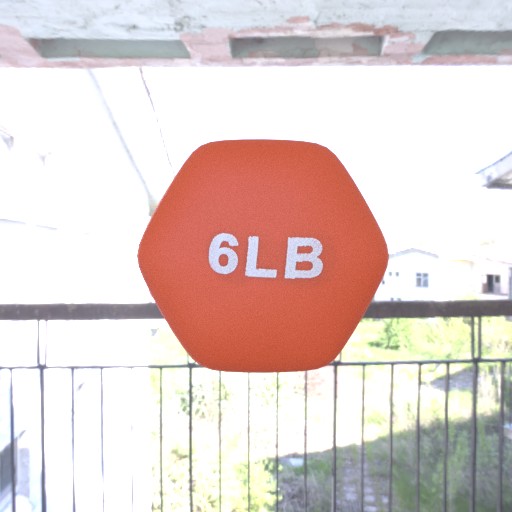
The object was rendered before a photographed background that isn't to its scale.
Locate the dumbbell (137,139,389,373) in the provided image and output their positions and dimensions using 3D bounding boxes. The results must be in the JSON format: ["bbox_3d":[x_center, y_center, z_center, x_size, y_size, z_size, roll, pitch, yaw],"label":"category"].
[{"bbox_3d":[0.000,0.000,0.204,0.079,0.071,0.162,0,0,-1],"label":"dumbbell"}]
